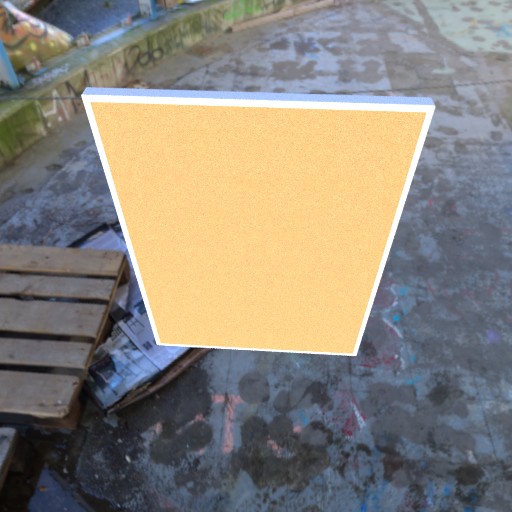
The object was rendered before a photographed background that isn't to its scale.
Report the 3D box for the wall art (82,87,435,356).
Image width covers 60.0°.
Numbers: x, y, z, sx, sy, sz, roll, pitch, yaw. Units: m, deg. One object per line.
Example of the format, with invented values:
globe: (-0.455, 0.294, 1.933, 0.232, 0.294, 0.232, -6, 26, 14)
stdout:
wall art: (0.000, 0.000, 1.601, 0.914, 1.221, 0.046, 3, 47, 2)
